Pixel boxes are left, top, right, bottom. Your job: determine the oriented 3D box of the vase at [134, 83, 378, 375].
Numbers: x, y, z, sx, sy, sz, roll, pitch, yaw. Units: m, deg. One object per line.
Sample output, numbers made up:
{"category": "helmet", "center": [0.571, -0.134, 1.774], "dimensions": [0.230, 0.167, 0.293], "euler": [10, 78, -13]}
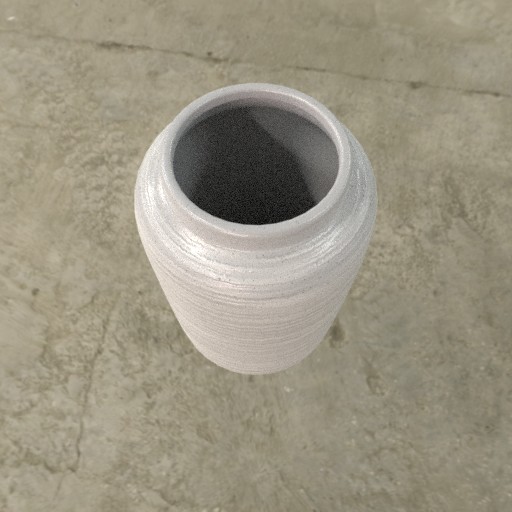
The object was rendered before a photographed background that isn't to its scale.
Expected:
{"category": "vase", "center": [0.000, 0.000, 0.464], "dimensions": [0.202, 0.335, 0.202], "euler": [0, 64, 0]}
